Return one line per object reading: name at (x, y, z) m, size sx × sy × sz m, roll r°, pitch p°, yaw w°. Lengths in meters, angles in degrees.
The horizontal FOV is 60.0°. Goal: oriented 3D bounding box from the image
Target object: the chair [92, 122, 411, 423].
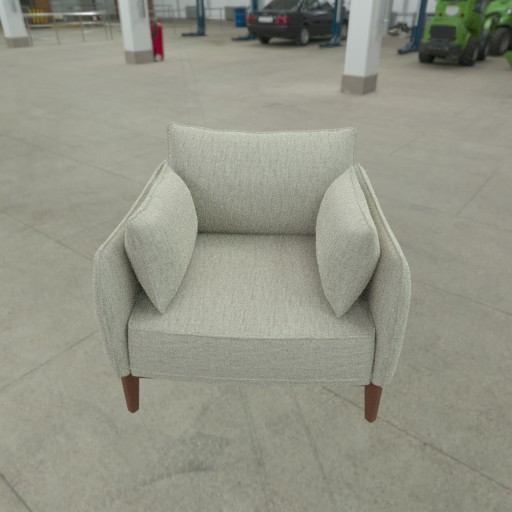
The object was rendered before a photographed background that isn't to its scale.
chair at (0.000, 0.000, 1.760) m, size 0.994 × 0.855 × 0.991 m, roll 1°, pitch 31°, yaw 2°
